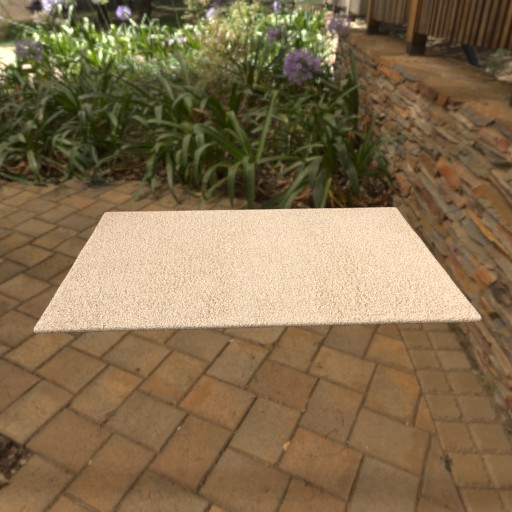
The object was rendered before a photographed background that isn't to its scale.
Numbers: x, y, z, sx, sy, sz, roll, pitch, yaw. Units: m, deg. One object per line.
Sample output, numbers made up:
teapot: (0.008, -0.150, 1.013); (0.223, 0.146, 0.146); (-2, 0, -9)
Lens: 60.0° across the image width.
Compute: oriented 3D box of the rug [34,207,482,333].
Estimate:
rug: (0.000, 0.000, 3.054); (2.438, 0.030, 1.524); (-1, 30, -2)
